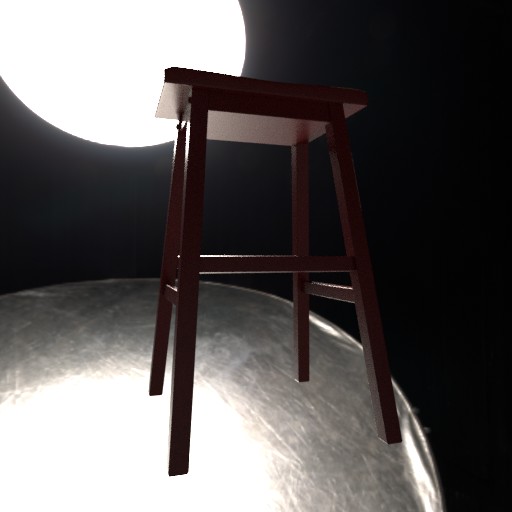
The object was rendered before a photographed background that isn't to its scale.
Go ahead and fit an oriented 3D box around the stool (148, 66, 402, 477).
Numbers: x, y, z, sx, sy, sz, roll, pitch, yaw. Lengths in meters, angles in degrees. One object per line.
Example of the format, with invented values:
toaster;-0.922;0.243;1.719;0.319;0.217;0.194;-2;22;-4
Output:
stool;0.000;0.000;1.032;0.457;0.737;0.476;0;0;-18
